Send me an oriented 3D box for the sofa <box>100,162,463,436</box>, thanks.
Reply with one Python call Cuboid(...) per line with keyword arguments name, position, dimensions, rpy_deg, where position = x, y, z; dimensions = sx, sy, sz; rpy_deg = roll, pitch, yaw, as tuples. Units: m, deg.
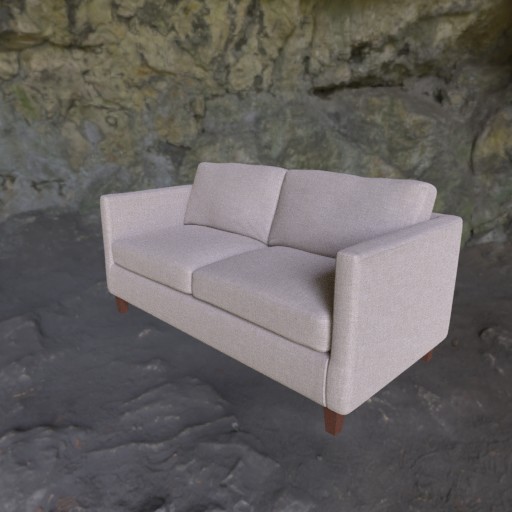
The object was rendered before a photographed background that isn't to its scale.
Cuboid(name="sofa", position=(0.000, 0.000, 2.491), dimensions=(1.884, 0.947, 0.951), rpy_deg=(16, 23, 43))
